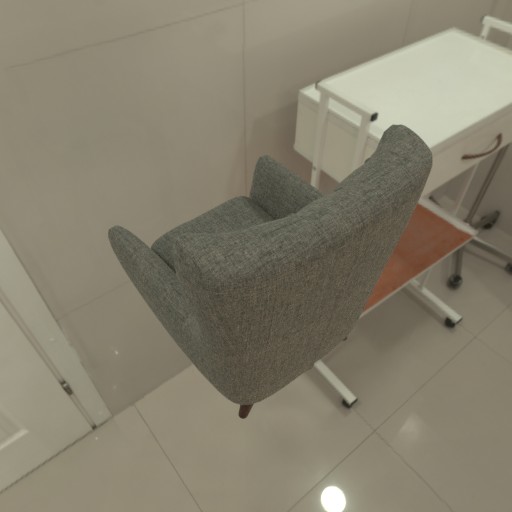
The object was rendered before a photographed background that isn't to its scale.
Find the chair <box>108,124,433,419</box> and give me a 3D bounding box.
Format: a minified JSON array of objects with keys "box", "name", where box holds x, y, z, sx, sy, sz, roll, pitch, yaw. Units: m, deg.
[{"box":[0.000,0.000,1.737,0.878,1.063,0.904,-31,55,-25],"name":"chair"}]
